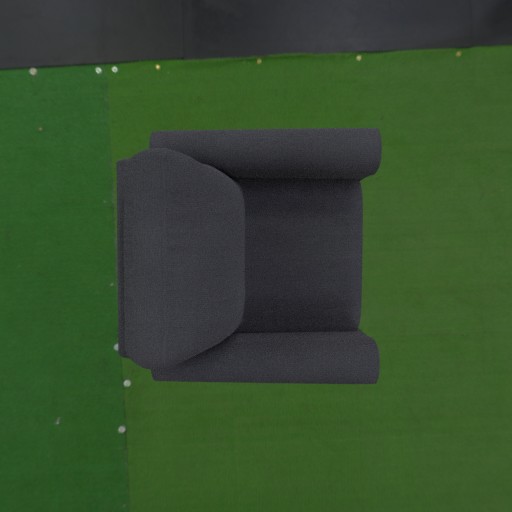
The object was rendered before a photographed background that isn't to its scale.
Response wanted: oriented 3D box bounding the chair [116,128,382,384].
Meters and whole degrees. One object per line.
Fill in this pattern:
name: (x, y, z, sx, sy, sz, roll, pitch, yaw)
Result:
chair: (0.000, 0.000, 1.614, 0.828, 0.942, 0.867, 0, 92, 0)
